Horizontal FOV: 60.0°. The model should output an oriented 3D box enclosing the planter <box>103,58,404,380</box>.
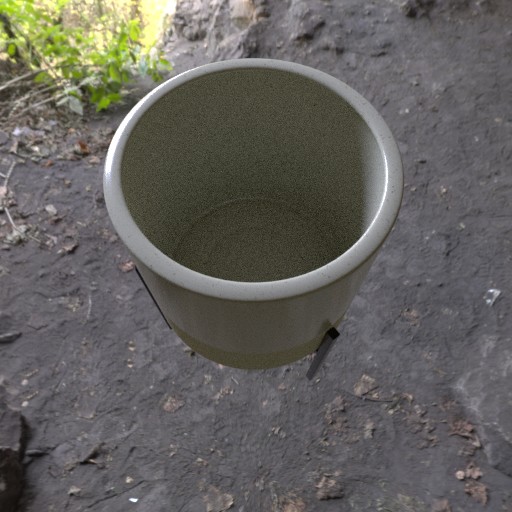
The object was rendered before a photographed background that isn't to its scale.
[{"bbox_3d":[0.000,0.000,0.329,0.152,0.230,0.159,18,65,9],"label":"planter"}]
